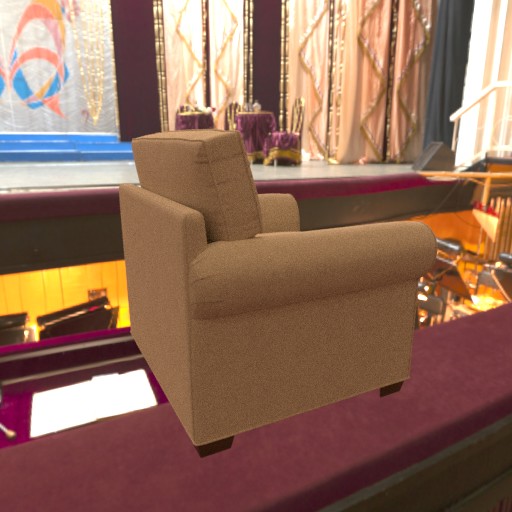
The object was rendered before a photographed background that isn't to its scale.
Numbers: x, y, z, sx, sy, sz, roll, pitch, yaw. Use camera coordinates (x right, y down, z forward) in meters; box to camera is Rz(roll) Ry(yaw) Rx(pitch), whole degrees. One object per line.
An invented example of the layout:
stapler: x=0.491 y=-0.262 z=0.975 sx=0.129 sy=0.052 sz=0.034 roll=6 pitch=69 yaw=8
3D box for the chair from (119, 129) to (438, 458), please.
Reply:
chair: x=0.000 y=0.000 z=1.749 sx=0.863 sy=0.955 sz=1.040 roll=-8 pitch=17 yaw=-26
